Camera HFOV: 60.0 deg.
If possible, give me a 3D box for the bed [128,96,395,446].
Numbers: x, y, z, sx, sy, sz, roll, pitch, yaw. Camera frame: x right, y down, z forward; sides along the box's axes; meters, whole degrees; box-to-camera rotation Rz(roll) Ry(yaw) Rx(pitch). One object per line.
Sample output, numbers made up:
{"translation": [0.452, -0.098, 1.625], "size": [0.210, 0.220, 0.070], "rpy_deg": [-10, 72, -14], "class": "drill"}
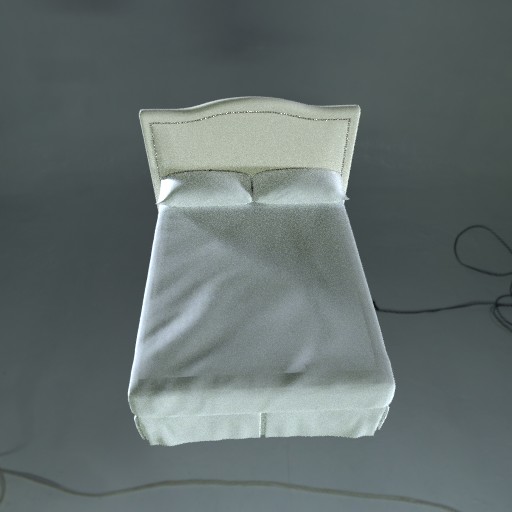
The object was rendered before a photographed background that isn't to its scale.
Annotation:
{"translation": [0.000, 0.000, 3.256], "size": [1.753, 1.460, 2.143], "rpy_deg": [-2, 46, -2], "class": "bed"}
